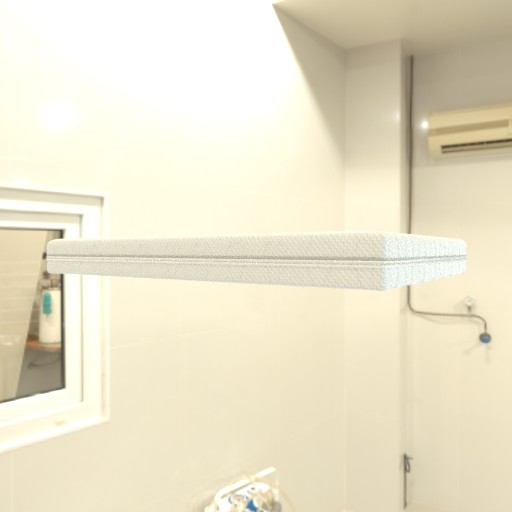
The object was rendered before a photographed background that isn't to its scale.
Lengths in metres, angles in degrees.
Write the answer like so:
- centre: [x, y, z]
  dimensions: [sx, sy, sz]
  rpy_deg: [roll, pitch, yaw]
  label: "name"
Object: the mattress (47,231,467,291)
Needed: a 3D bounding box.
- centre: [0.000, 0.000, 2.560]
  dimensions: [2.000, 0.200, 1.400]
  rpy_deg: [1, 1, 35]
  label: "mattress"
